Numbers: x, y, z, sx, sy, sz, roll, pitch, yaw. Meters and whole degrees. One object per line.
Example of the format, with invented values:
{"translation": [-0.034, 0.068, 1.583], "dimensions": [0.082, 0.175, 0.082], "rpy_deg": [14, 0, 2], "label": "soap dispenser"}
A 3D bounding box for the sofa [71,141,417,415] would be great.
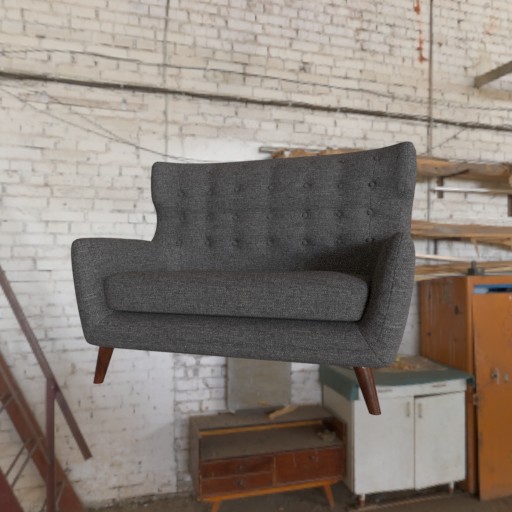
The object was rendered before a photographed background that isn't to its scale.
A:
{"translation": [0.000, 0.000, 1.978], "dimensions": [1.358, 1.028, 0.874], "rpy_deg": [0, 0, 19], "label": "sofa"}
